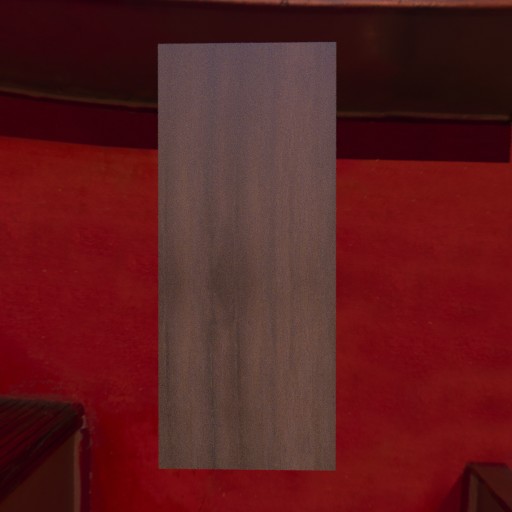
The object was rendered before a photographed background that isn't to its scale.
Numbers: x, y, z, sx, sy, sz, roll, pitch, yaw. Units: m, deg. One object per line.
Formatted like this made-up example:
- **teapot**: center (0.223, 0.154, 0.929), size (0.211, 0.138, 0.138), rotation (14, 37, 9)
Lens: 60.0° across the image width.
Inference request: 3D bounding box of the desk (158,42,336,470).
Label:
- **desk**: center (0.000, 0.000, 1.554), size (0.511, 0.752, 1.134), rotation (0, 90, 1)
